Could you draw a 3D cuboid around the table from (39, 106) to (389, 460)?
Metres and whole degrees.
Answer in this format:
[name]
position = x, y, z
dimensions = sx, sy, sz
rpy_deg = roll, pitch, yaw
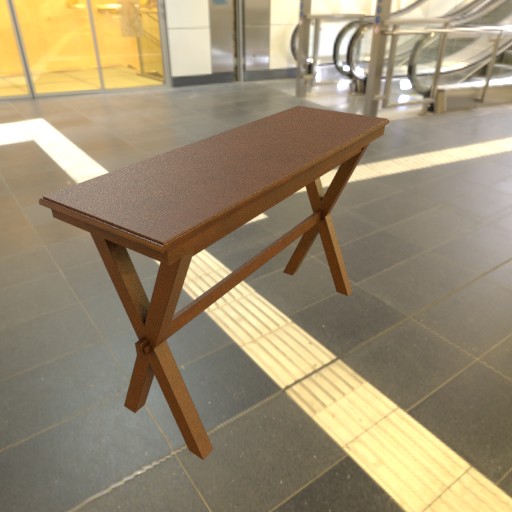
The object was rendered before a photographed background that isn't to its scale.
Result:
[table]
position = 0.000, 0.000, 1.546
dimensions = 0.399, 0.763, 1.197
rpy_deg = 20, 36, 29
